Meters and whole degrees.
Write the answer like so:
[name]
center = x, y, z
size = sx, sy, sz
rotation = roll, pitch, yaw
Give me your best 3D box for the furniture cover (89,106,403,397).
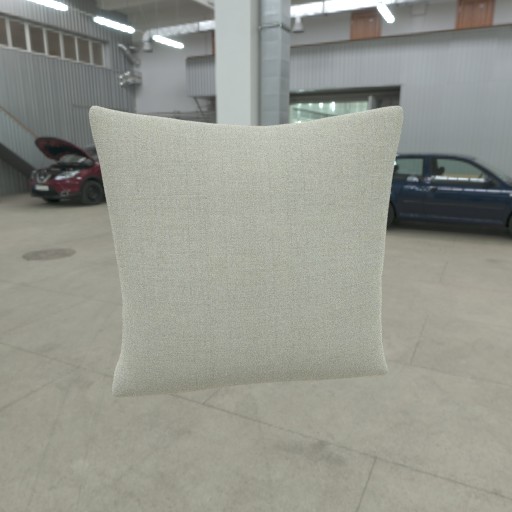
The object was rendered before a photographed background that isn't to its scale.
[furniture cover]
center = 0.000, 0.000, 0.645
size = 0.435, 0.420, 0.145
rotation = -2, 14, -8
